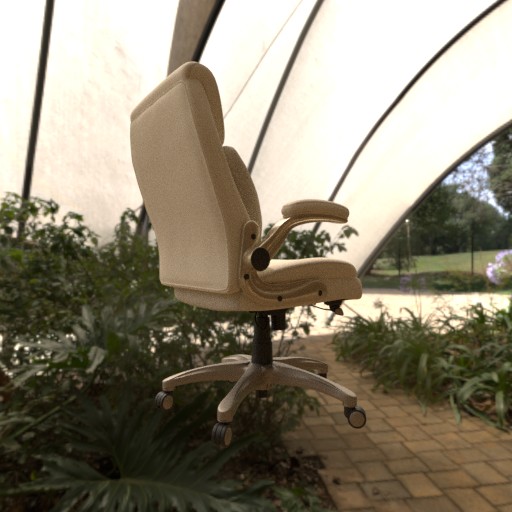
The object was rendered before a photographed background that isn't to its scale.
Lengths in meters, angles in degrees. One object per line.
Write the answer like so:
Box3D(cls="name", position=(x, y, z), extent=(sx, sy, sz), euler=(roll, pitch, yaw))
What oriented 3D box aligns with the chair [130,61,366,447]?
Box3D(cls="chair", position=(0.000, 0.000, 1.617), extent=(0.794, 1.110, 0.740), euler=(0, 0, -36))
